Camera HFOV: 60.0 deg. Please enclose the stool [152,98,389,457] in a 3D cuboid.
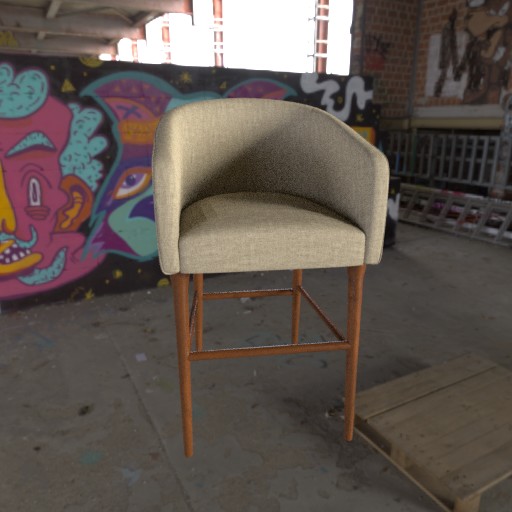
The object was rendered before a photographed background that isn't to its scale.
[{"bbox_3d":[0.000,0.000,1.371,0.559,0.952,0.635,-2,17,-8],"label":"stool"}]
